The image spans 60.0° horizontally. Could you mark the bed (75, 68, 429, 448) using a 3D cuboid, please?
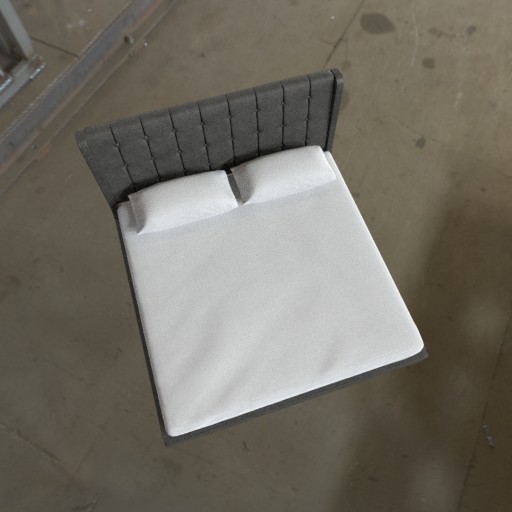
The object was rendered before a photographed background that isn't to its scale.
[{"bbox_3d":[0.000,0.000,3.188,1.903,1.158,2.031,-16,66,-8],"label":"bed"}]
